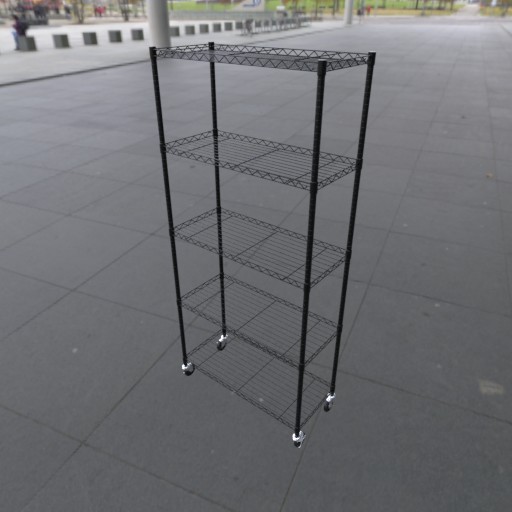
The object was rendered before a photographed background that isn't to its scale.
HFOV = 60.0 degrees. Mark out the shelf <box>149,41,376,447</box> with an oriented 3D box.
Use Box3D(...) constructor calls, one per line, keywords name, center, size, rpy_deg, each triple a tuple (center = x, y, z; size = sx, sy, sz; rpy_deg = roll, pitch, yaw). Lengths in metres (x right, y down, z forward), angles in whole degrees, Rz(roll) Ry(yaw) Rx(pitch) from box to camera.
Box3D(name="shelf", center=(0.000, 0.000, 1.937), size=(0.762, 1.645, 0.356), rpy_deg=(21, 36, 33))
